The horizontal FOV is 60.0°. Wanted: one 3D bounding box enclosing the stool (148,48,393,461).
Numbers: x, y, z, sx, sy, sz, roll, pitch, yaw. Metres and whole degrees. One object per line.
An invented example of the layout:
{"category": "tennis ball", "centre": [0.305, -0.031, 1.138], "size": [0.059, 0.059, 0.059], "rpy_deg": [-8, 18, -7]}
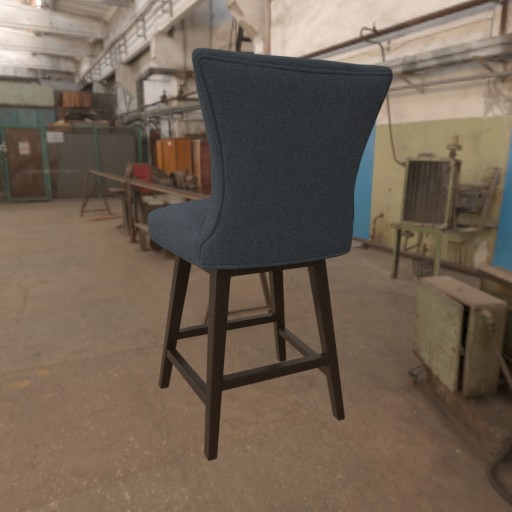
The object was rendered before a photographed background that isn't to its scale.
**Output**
{"category": "stool", "centre": [0.000, 0.000, 1.295], "size": [0.514, 1.000, 0.574], "rpy_deg": [-6, 15, -25]}
